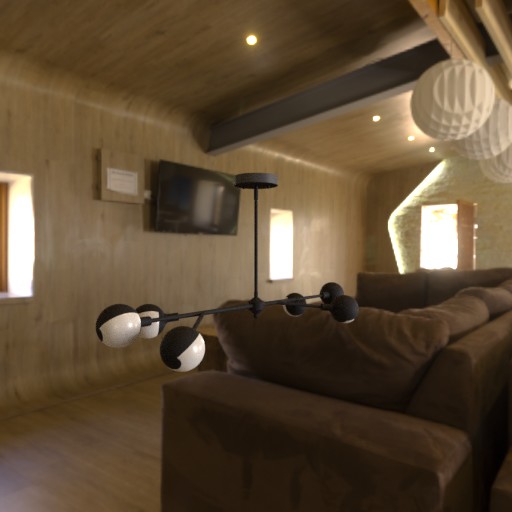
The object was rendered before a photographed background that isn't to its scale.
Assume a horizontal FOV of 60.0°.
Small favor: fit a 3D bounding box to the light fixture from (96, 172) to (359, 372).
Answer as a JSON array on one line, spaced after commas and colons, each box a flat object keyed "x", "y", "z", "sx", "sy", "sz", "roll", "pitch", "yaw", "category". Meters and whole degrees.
[{"x": 0.000, "y": 0.000, "z": 1.012, "sx": 0.778, "sy": 0.362, "sz": 0.434, "roll": 0, "pitch": 0, "yaw": -37, "category": "light fixture"}]
